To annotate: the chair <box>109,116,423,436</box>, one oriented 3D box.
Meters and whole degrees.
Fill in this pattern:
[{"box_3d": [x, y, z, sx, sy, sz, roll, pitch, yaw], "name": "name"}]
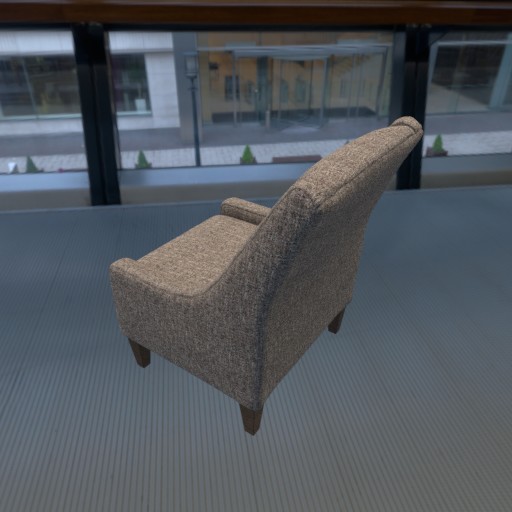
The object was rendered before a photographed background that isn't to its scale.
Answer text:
[{"box_3d": [0.000, 0.000, 1.695, 0.870, 1.014, 0.774, 20, 37, 29], "name": "chair"}]
